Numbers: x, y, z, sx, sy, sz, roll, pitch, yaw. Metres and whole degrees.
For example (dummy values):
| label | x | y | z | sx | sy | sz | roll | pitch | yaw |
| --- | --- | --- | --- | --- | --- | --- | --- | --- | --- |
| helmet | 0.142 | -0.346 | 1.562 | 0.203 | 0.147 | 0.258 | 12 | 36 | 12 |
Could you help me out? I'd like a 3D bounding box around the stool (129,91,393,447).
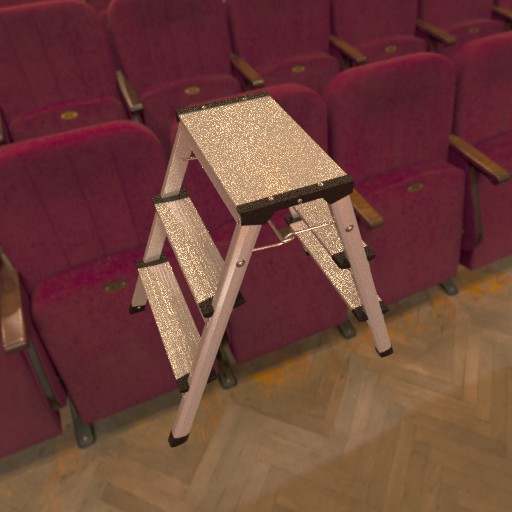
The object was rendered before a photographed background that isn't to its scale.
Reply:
| label | x | y | z | sx | sy | sz | roll | pitch | yaw |
| --- | --- | --- | --- | --- | --- | --- | --- | --- | --- |
| stool | 0.000 | 0.000 | 1.025 | 0.622 | 0.605 | 0.437 | -18 | 49 | -16 |
